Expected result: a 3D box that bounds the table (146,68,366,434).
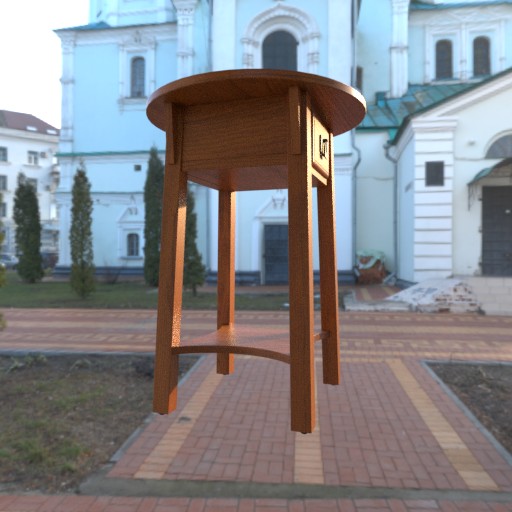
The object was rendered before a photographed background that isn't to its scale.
[{"bbox_3d":[0.000,0.000,0.948,0.457,0.610,0.457,0,0,0],"label":"table"}]
